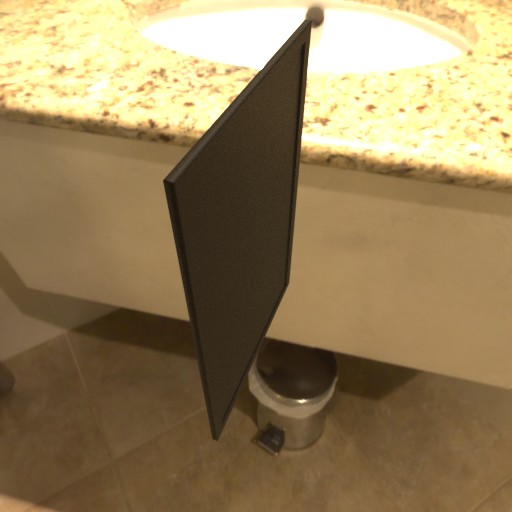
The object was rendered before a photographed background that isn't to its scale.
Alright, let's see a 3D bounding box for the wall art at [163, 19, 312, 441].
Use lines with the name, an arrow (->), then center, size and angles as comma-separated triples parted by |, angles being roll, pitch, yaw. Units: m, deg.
wall art -> 0.000, 0.000, 0.810 | 0.012, 0.661, 0.451 | 16, 49, 15
